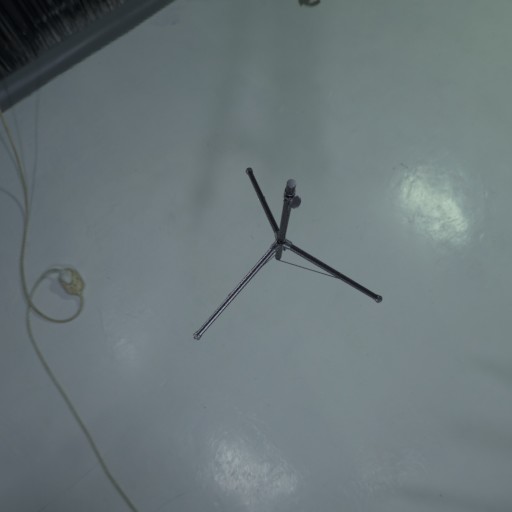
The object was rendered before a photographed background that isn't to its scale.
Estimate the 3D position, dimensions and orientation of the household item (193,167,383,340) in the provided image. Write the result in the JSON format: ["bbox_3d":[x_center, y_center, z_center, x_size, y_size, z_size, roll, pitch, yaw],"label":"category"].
[{"bbox_3d":[0.000,0.000,2.873,1.339,1.595,1.596,-41,78,-10],"label":"household item"}]
